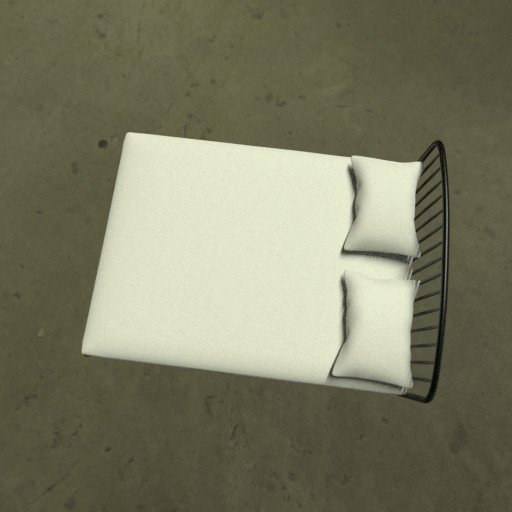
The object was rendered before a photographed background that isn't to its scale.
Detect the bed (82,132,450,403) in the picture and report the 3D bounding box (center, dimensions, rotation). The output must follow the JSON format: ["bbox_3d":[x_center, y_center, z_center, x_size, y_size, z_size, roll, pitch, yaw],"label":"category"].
[{"bbox_3d":[0.000,0.000,3.036,2.159,1.166,1.618,7,77,2],"label":"bed"}]
